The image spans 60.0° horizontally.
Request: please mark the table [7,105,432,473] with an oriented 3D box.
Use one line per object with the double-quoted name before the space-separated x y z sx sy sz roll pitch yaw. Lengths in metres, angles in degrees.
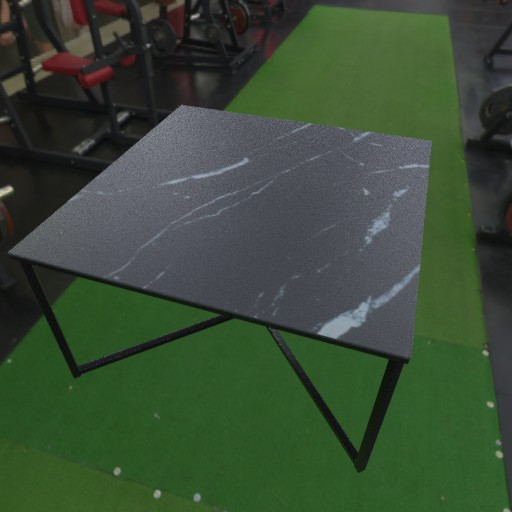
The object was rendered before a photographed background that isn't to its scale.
"table" 0.000 0.000 1.240 0.800 0.450 0.800 13 43 14
